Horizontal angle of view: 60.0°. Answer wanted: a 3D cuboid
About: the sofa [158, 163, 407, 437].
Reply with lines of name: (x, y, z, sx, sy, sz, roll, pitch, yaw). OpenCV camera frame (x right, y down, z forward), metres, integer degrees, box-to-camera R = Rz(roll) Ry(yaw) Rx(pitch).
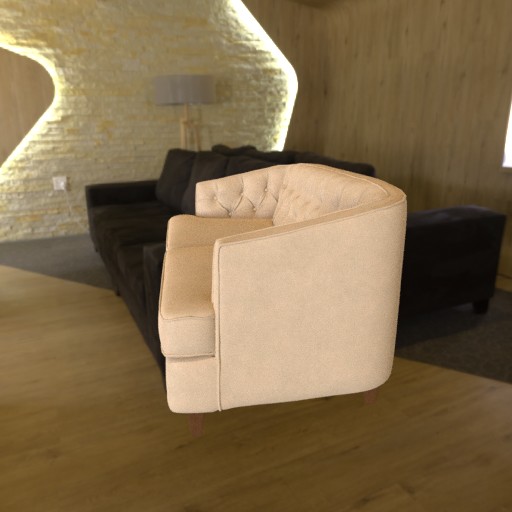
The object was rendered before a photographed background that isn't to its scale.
sofa: (0.000, 0.000, 2.312, 0.940, 0.878, 1.731, -3, 16, -9)
